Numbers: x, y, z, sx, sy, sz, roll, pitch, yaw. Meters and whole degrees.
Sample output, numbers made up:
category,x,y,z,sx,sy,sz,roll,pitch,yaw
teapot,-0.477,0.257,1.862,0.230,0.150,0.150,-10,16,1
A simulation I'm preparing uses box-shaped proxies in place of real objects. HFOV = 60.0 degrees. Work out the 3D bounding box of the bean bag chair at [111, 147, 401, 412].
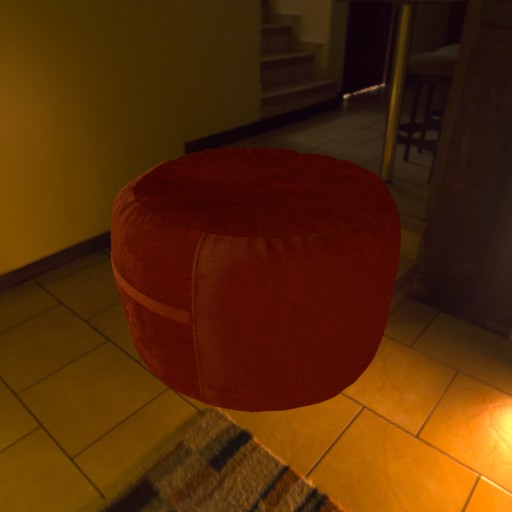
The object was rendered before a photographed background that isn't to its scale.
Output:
category,x,y,z,sx,sy,sz,roll,pitch,yaw
bean bag chair,0.000,0.000,2.001,1.219,0.762,1.219,0,31,0
